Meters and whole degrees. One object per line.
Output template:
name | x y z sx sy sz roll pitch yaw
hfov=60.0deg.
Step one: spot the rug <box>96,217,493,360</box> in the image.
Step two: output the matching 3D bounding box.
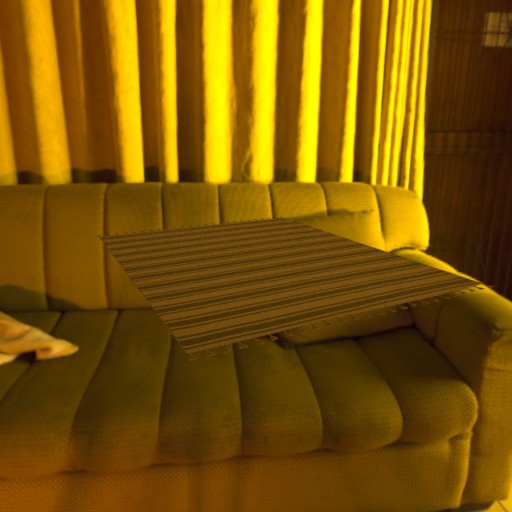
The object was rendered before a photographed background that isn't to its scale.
rug | 0.000 0.000 4.187 2.439 0.005 3.201 -8 18 -26
